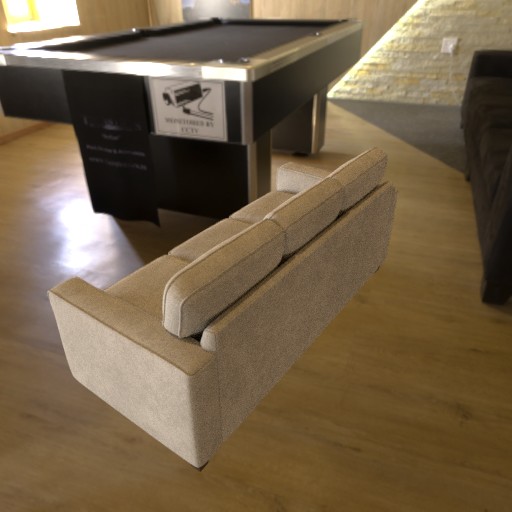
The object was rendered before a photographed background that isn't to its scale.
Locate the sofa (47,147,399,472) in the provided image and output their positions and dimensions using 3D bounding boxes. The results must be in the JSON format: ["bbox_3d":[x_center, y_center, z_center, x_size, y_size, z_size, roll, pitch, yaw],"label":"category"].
[{"bbox_3d":[0.000,0.000,2.651,0.939,0.965,2.133,21,38,30],"label":"sofa"}]
